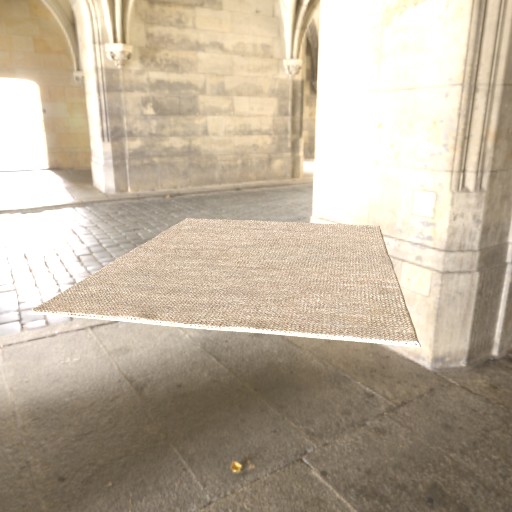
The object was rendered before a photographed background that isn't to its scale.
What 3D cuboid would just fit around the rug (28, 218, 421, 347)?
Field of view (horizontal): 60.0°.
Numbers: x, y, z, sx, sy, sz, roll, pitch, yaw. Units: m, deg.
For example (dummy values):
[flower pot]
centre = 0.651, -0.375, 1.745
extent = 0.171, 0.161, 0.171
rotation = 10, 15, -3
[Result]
[rug]
centre = 0.000, 0.000, 4.077
extent = 2.429, 0.030, 3.052
rotation = 3, 17, 10
